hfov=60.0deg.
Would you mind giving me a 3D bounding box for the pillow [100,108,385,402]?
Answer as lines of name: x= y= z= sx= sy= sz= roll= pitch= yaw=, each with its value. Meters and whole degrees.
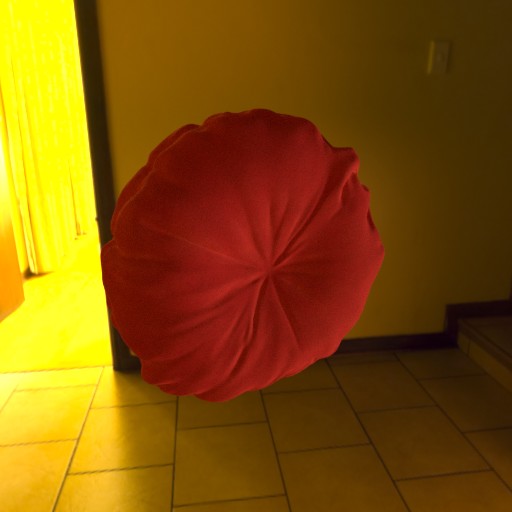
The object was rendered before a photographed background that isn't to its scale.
pillow: x=0.000 y=0.000 z=0.645 sx=0.428 sy=0.407 sz=0.148 roll=-9 pitch=19 yaw=-27
